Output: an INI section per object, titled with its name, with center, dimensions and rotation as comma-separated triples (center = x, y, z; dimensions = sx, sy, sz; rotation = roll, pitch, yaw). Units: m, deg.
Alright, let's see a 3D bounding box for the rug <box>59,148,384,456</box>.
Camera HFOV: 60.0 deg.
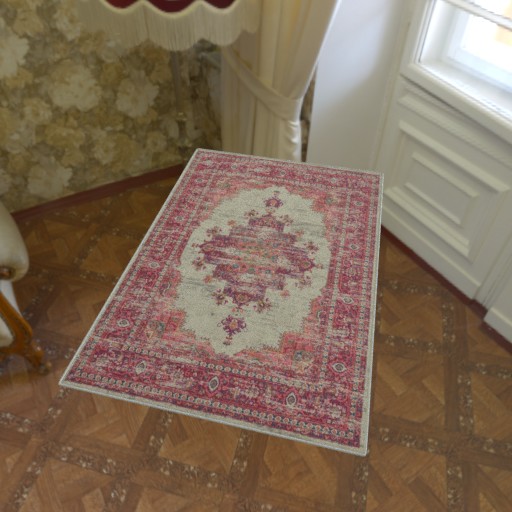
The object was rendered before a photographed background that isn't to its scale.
[rug]
center = 0.000, 0.000, 3.720
dimensions = 2.005, 0.014, 2.878
rotation = 10, 47, 9
